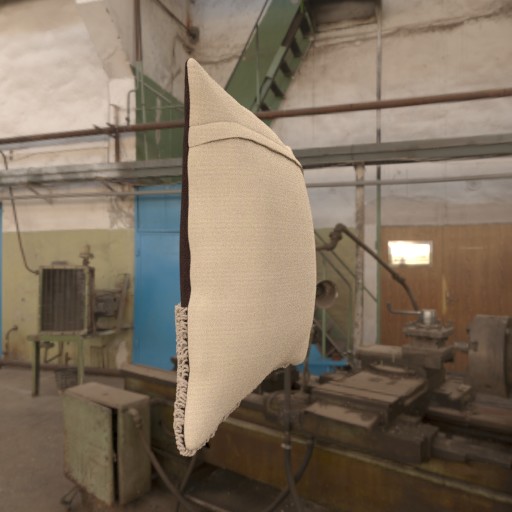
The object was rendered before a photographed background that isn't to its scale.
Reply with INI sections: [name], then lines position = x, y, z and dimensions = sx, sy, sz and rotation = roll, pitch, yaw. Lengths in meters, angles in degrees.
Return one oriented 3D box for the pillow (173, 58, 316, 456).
[pillow]
position = 0.000, 0.000, 0.732
dimensions = 0.178, 0.473, 0.475
rotation = 0, 0, 20
